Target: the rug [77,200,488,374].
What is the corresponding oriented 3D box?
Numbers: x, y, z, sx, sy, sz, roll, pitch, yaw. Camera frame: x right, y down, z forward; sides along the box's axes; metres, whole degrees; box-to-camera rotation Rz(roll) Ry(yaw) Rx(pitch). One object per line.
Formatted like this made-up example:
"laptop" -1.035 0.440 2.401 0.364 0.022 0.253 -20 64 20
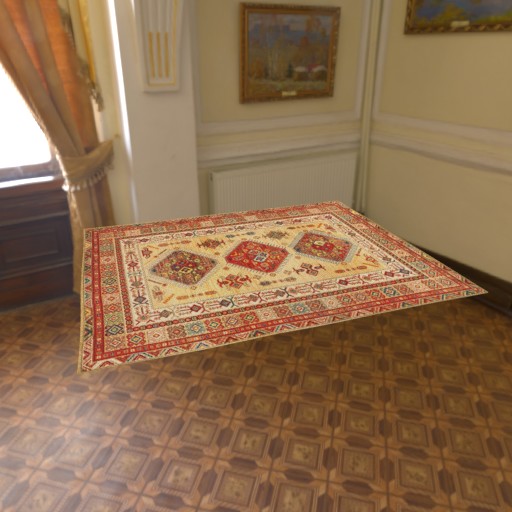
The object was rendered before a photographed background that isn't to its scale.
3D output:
"rug" 0.000 0.000 4.130 3.067 0.005 2.460 -8 26 -17
